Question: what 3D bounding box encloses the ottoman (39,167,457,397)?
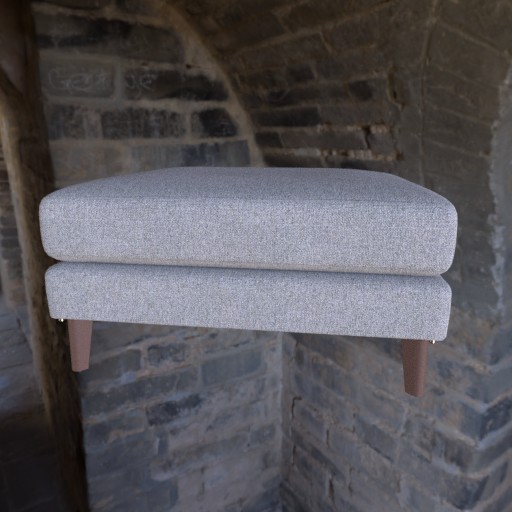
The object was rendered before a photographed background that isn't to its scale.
[{"bbox_3d":[0.000,0.000,1.157,0.821,0.441,0.611,2,15,8],"label":"ottoman"}]
